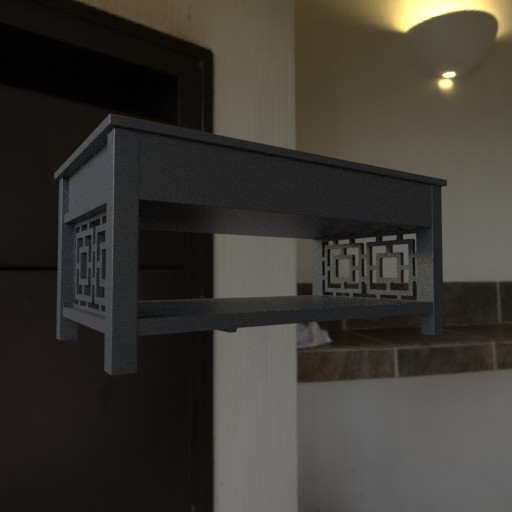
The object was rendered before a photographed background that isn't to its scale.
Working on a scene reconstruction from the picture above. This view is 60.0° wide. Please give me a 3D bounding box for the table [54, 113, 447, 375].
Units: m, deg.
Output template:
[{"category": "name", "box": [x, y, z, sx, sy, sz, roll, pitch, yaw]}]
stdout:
[{"category": "table", "box": [0.000, 0.000, 1.375, 1.068, 0.493, 0.612, 2, -3, -34]}]
